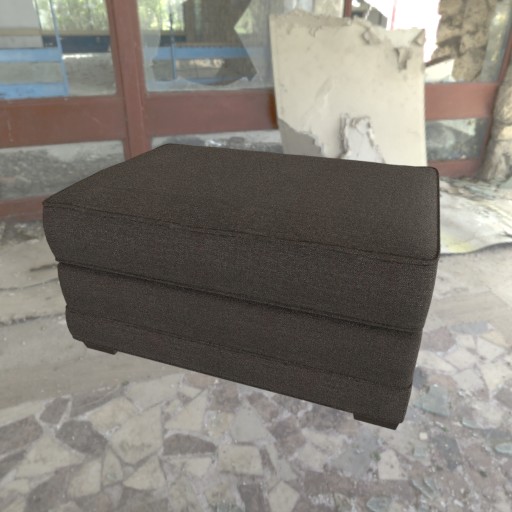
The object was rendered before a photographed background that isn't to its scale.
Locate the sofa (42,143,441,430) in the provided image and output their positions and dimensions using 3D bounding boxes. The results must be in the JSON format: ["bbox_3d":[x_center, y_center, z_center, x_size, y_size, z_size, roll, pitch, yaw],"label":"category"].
[{"bbox_3d":[0.000,0.000,1.180,0.854,0.457,0.578,10,30,17],"label":"sofa"}]
